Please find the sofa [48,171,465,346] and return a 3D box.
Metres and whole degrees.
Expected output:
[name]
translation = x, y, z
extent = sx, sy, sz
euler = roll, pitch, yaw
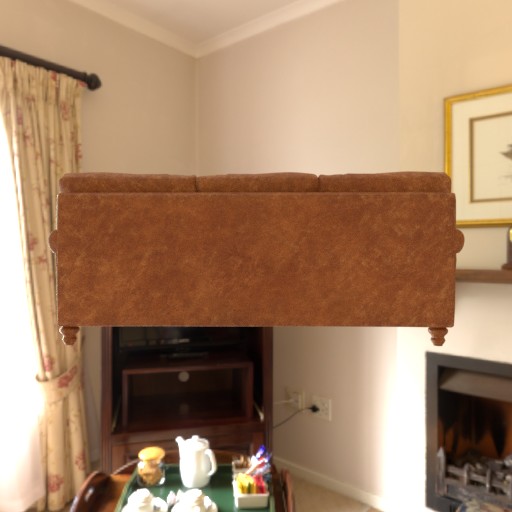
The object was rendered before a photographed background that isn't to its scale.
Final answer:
[sofa]
translation = 0.000, 0.000, 2.851
extent = 2.351, 0.977, 0.973
euler = 0, 0, 1
